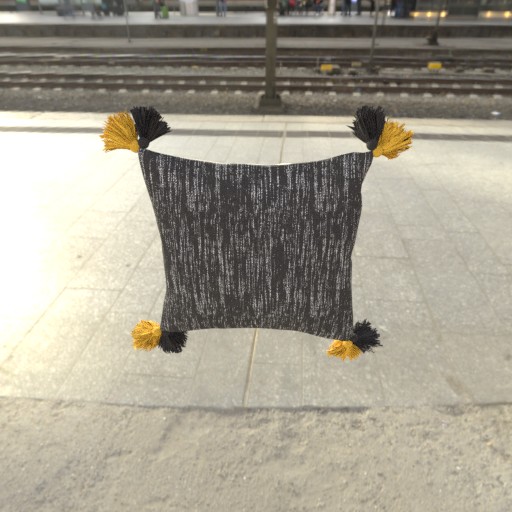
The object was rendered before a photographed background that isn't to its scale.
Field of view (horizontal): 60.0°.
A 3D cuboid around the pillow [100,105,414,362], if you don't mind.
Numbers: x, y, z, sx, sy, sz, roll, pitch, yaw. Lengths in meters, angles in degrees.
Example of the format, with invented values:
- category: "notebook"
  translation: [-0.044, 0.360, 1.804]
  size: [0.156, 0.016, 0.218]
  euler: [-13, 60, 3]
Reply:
- category: "pillow"
  translation: [0.000, 0.000, 1.003]
  size: [0.654, 0.659, 0.139]
  euler: [1, 31, 2]
